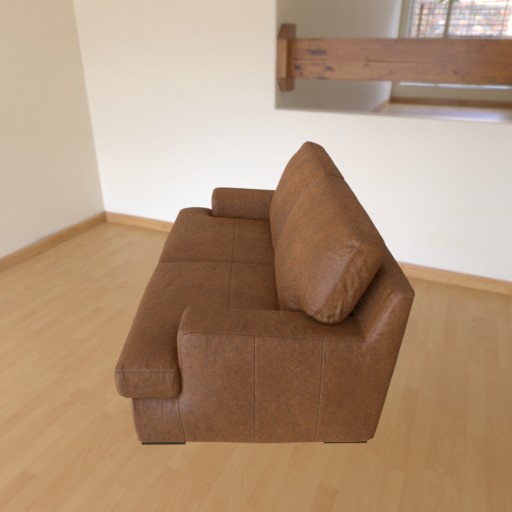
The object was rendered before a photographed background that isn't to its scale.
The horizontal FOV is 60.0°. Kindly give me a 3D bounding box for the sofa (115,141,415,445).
[{"bbox_3d":[0.000,0.000,2.503,1.144,0.966,1.880,0,26,0],"label":"sofa"}]
